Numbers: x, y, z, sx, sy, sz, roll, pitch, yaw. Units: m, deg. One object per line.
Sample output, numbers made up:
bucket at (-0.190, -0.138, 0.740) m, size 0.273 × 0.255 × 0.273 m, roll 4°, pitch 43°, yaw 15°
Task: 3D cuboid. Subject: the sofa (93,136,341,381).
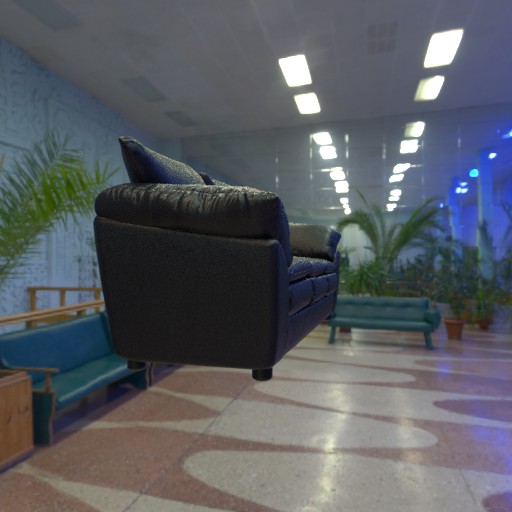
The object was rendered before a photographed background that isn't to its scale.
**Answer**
sofa at (0.000, 0.000, 2.912) m, size 0.880 × 1.073 × 2.336 m, roll 0°, pitch 0°, yaw 17°
